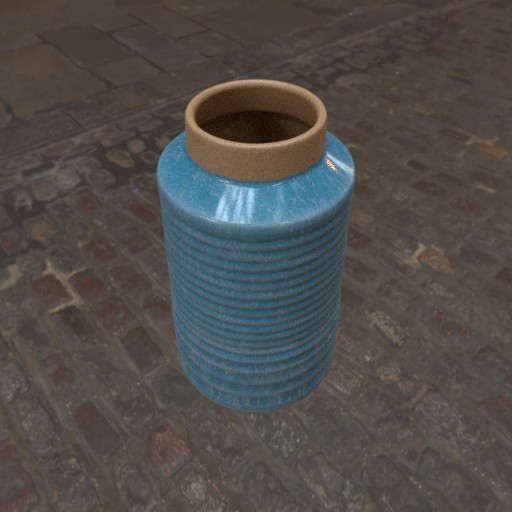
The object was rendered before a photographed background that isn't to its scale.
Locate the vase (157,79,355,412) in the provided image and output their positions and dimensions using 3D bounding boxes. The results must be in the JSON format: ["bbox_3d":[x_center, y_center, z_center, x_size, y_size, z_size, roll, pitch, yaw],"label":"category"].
[{"bbox_3d":[0.000,0.000,0.377,0.163,0.267,0.163,0,46,0],"label":"vase"}]
